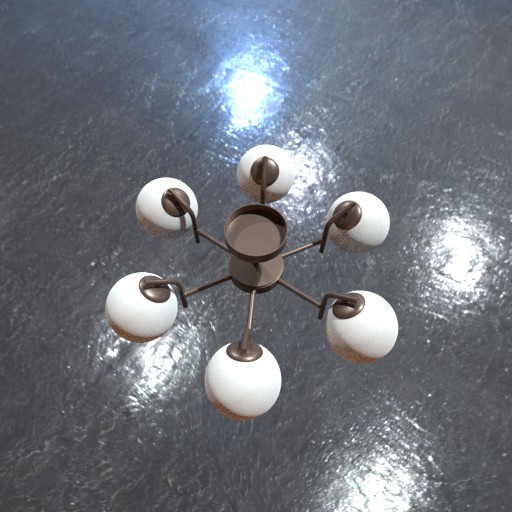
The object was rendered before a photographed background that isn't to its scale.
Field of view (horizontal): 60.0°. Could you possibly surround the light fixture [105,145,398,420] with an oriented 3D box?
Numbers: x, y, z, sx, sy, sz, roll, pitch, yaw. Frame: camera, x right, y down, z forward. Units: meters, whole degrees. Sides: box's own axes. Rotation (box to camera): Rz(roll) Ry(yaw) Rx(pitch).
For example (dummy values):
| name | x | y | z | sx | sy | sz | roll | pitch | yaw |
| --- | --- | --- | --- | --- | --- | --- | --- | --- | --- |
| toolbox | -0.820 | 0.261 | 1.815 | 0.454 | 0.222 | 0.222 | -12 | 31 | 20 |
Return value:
| name | x | y | z | sx | sy | sz | roll | pitch | yaw |
| --- | --- | --- | --- | --- | --- | --- | --- | --- | --- |
| light fixture | 0.000 | 0.000 | 0.950 | 0.662 | 0.201 | 0.662 | 0 | 58 | 0 |
